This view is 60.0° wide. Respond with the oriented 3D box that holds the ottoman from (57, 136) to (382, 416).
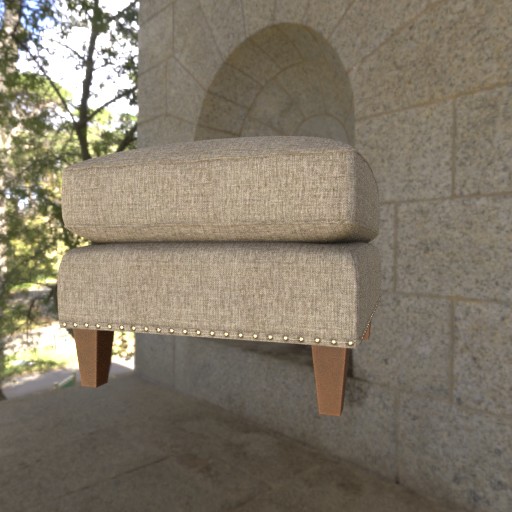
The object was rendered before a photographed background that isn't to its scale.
[{"bbox_3d":[0.000,0.000,1.119,0.584,0.513,0.741,0,1,18],"label":"ottoman"}]
